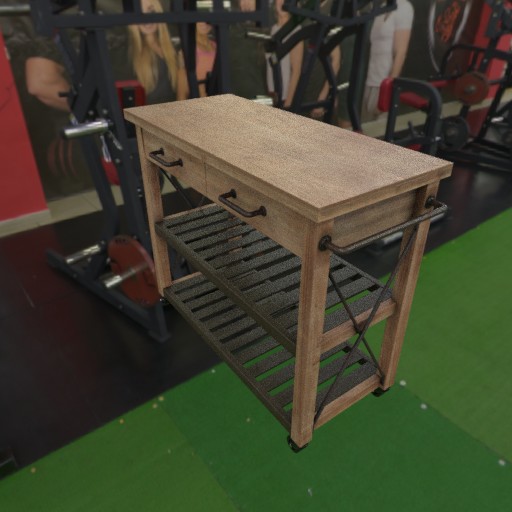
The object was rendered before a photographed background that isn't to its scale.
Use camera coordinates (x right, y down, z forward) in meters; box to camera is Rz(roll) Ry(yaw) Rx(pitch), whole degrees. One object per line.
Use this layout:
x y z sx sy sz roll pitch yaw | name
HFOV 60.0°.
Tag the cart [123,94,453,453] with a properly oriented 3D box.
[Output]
0.000 0.000 0.987 0.298 0.554 0.686 -21 37 -30 | cart
